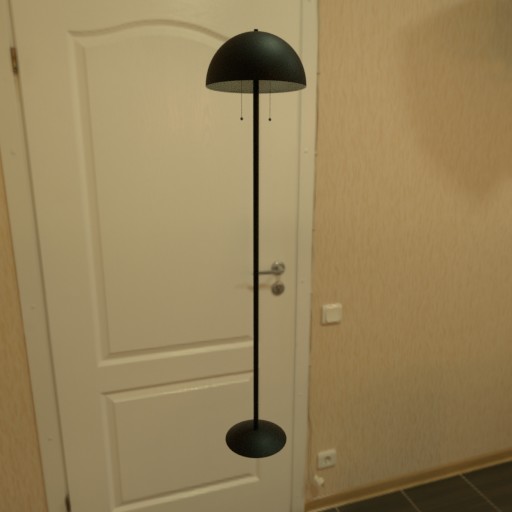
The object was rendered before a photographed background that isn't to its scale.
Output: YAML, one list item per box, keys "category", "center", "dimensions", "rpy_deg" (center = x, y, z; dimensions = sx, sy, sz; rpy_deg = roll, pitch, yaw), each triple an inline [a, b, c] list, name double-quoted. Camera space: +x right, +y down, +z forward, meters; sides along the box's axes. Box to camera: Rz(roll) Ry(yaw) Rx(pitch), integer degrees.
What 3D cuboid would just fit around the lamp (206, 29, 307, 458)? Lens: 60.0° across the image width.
- category: "lamp"
  center: [0.000, 0.000, 1.581]
  dimensions: [0.328, 1.480, 0.328]
  rpy_deg: [13, 18, 42]
